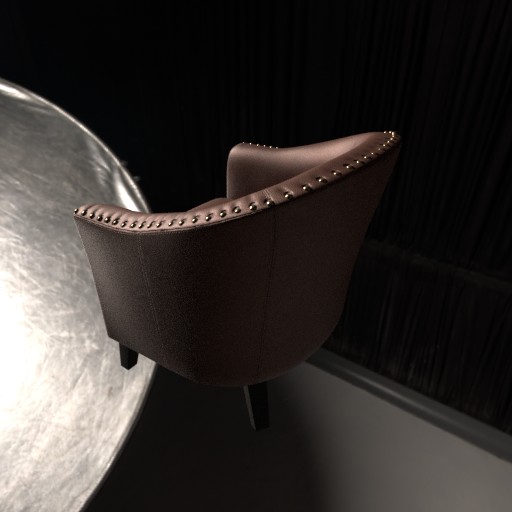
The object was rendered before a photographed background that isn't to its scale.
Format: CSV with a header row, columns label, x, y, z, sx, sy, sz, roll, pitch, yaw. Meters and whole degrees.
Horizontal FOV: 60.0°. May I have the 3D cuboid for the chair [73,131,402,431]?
label,x,y,z,sx,sy,sz,roll,pitch,yaw
chair,0.000,0.000,1.423,0.748,0.823,0.794,20,36,30
